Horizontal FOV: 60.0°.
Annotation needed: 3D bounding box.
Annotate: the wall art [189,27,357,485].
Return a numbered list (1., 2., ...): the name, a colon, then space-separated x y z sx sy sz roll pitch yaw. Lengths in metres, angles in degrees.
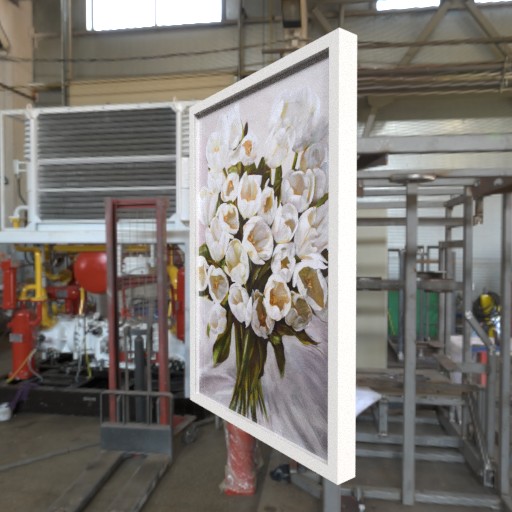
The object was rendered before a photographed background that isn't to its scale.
1. wall art: 0.000 0.000 0.540 0.025 0.428 0.293 -1 1 -37
